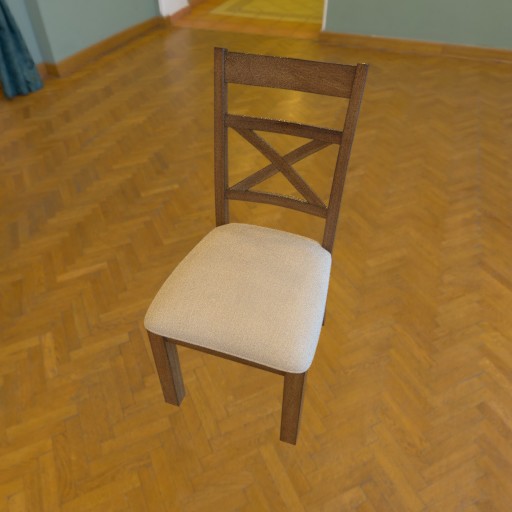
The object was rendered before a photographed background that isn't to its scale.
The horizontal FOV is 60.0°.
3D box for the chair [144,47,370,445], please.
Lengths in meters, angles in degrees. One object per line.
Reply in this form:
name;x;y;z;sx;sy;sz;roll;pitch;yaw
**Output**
chair;0.000;0.000;1.268;0.461;0.949;0.581;13;43;14
